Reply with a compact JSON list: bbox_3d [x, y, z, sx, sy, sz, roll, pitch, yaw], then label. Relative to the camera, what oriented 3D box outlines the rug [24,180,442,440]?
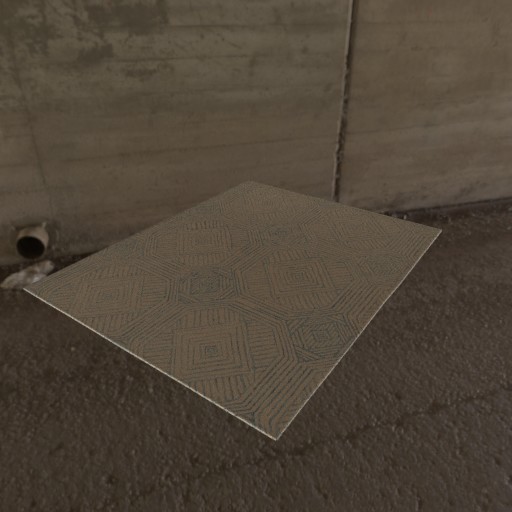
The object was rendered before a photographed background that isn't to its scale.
[{"bbox_3d":[0.000,0.000,4.034,2.457,0.015,3.049,20,35,30],"label":"rug"}]
